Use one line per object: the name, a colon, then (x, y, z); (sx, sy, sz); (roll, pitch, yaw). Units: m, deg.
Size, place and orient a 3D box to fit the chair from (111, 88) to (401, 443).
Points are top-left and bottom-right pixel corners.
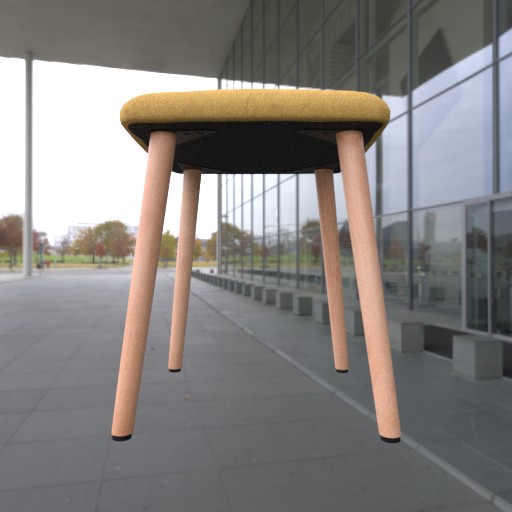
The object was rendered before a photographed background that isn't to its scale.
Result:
chair: (0.000, 0.000, 0.693); (0.350, 0.440, 0.350); (0, 0, 1)
